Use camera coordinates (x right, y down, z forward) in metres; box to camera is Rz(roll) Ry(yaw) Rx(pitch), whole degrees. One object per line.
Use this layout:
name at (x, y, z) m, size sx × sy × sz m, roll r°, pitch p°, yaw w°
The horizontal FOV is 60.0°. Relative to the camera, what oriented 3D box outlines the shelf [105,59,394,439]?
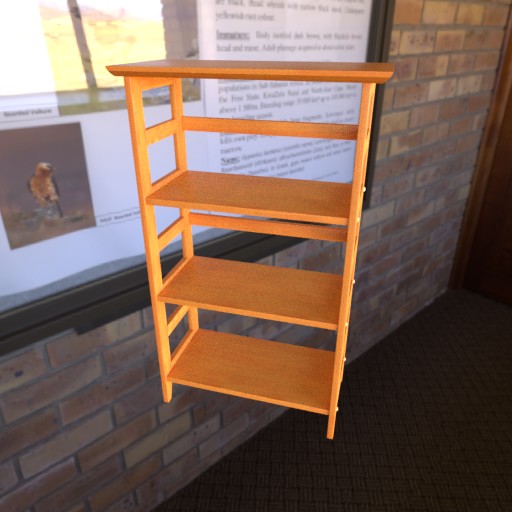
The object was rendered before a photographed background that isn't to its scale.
shelf at (0.000, 0.000, 1.342) m, size 0.660 × 1.067 × 0.305 m, roll 7°, pitch 28°, yaw 14°
